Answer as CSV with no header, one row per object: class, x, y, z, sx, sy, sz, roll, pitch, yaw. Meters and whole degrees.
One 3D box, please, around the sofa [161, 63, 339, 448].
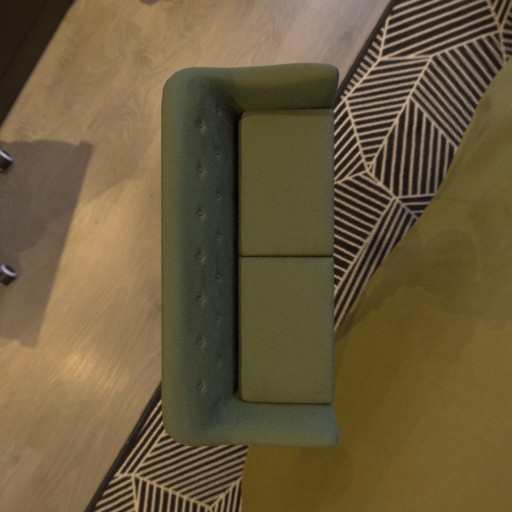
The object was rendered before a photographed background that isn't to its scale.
sofa,0.000,0.000,2.285,0.820,0.836,1.840,0,90,0
